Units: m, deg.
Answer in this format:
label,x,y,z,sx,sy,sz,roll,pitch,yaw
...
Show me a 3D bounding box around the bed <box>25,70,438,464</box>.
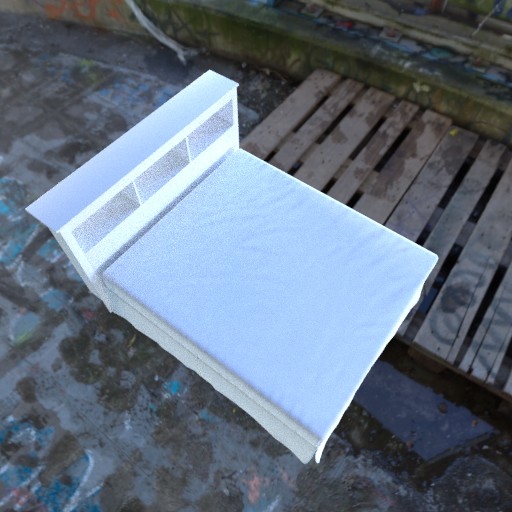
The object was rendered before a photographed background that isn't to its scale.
label,x,y,z,sx,sy,sz,roll,pitch,yaw
bed,0.000,0.000,3.069,2.133,1.092,1.671,32,63,19
